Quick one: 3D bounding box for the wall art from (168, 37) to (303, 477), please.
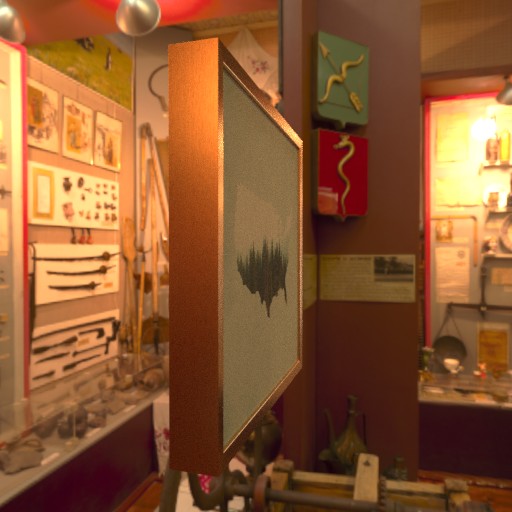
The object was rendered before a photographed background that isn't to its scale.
[{"bbox_3d":[0.000,0.000,0.458,0.038,0.304,0.304,0,1,17],"label":"wall art"}]
